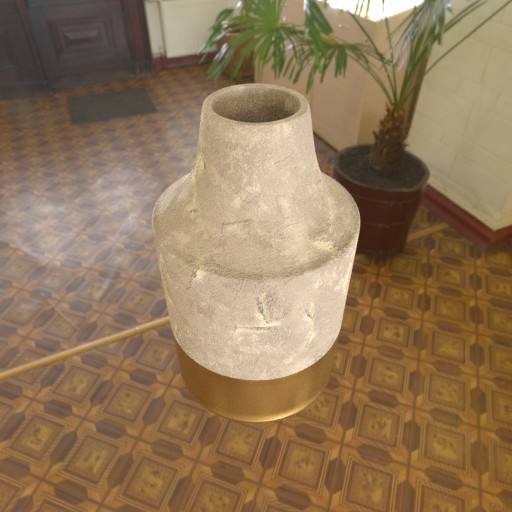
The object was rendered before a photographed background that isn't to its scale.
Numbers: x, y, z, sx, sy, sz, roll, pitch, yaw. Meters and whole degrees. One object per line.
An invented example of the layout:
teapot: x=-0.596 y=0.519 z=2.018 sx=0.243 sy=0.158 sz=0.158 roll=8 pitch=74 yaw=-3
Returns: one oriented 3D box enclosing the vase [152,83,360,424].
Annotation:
vase: x=0.000 y=0.000 z=0.430 sx=0.184 sy=0.305 sz=0.184 roll=0 pitch=41 yaw=0
